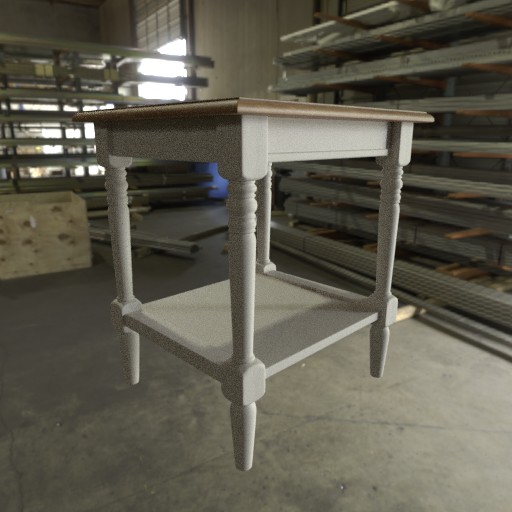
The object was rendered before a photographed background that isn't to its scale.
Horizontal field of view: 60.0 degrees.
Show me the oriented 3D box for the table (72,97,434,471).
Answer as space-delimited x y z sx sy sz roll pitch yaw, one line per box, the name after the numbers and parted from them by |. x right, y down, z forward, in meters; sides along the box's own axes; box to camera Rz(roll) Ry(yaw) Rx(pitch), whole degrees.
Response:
0.000 0.000 0.904 0.508 0.561 0.457 -14 21 -42 | table
